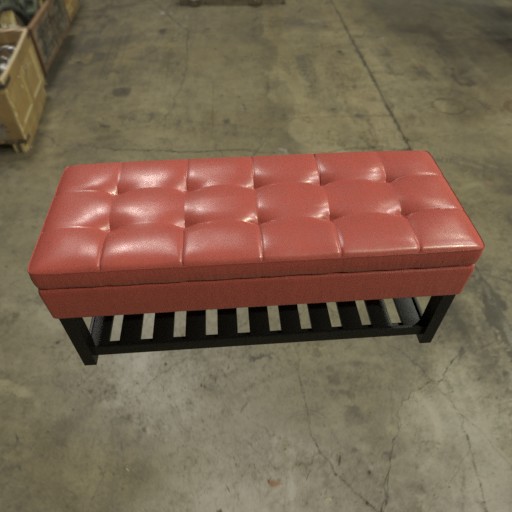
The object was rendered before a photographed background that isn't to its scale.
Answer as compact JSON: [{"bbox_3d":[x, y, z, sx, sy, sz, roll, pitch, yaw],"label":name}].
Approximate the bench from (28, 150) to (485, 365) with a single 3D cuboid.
[{"bbox_3d":[0.000,0.000,1.343,1.105,0.460,0.432,-3,47,-3],"label":"bench"}]
